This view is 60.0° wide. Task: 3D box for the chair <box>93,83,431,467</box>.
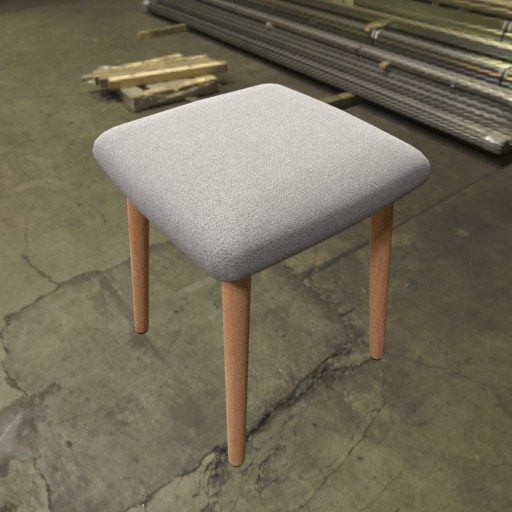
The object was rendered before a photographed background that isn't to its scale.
[{"bbox_3d":[0.000,0.000,0.708,0.350,0.440,0.350,-27,48,-27],"label":"chair"}]
